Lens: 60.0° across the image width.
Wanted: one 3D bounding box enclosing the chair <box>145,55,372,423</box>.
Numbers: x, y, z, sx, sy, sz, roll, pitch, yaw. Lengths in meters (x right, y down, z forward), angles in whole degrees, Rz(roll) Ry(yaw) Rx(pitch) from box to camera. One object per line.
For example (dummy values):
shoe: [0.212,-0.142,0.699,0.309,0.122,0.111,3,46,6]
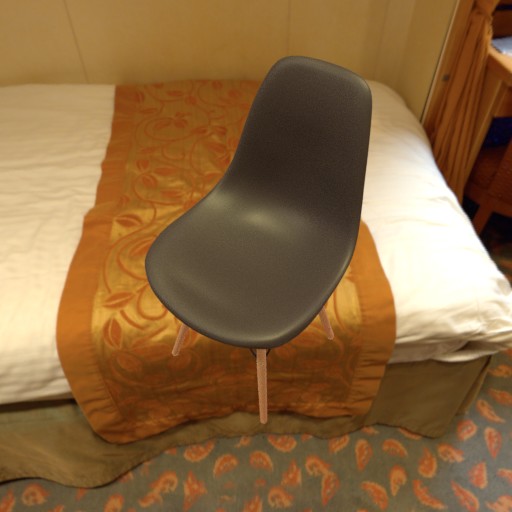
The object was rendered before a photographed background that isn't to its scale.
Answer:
chair: [0.000,0.000,1.152,0.470,0.825,0.533,30,54,25]
